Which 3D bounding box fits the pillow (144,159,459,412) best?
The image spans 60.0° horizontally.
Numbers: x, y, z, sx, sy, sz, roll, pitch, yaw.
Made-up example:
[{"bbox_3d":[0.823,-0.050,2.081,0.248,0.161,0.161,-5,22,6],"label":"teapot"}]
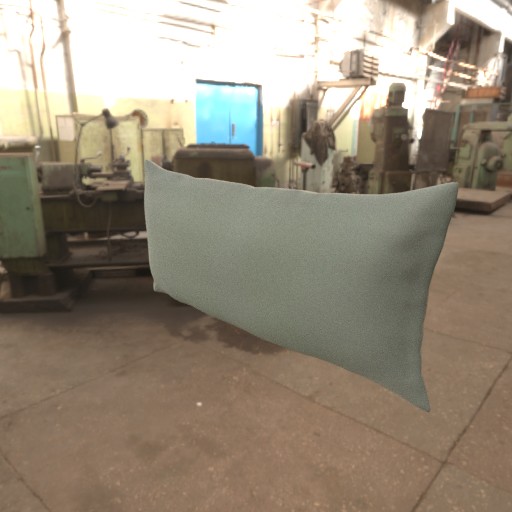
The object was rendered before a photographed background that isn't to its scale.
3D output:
[{"bbox_3d":[0.000,0.000,0.719,0.610,0.287,0.151,15,22,42],"label":"pillow"}]
